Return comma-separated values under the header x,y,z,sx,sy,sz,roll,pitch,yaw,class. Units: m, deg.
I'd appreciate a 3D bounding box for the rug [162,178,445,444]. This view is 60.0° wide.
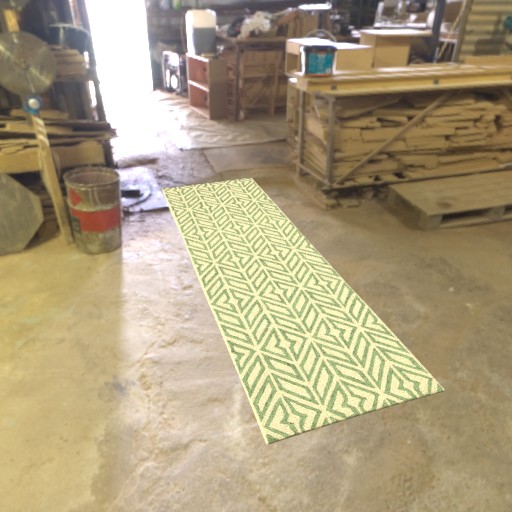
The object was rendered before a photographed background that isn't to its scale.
x,y,z,sx,sy,sz,roll,pitch,yaw,class
0.000,0.000,2.630,0.750,0.009,2.435,-10,32,-16,rug
